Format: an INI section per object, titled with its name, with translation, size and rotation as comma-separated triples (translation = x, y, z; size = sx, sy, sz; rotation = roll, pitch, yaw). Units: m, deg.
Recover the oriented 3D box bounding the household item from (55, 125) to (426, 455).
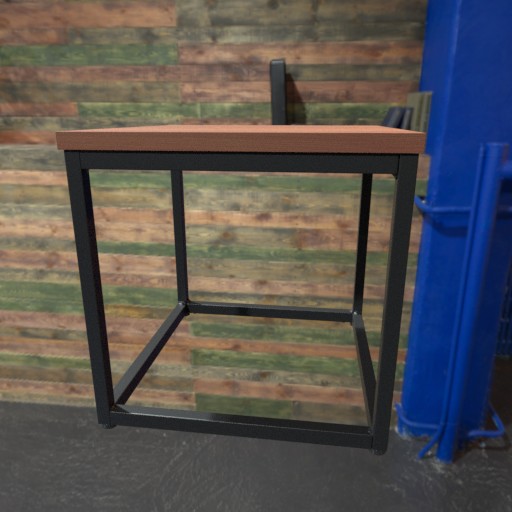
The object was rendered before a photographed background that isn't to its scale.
[household item]
translation = 0.000, 0.000, 0.720
size = 0.400, 0.400, 0.400
rotation = 2, 18, 7
